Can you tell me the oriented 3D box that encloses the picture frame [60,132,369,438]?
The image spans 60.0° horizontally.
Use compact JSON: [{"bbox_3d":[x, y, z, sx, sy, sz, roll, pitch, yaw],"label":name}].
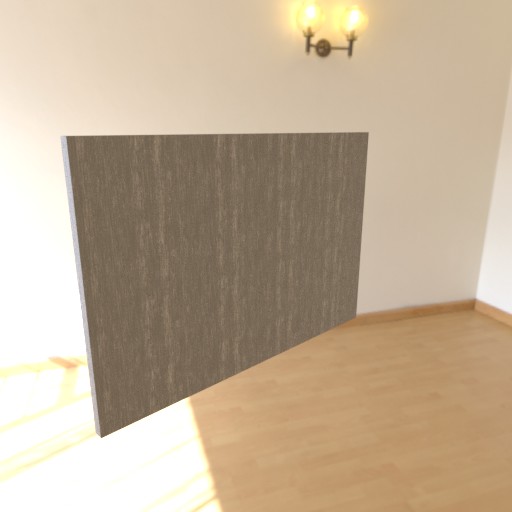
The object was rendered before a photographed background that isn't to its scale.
[{"bbox_3d":[0.000,0.000,1.202,0.950,0.640,0.029,-14,22,-41],"label":"picture frame"}]
